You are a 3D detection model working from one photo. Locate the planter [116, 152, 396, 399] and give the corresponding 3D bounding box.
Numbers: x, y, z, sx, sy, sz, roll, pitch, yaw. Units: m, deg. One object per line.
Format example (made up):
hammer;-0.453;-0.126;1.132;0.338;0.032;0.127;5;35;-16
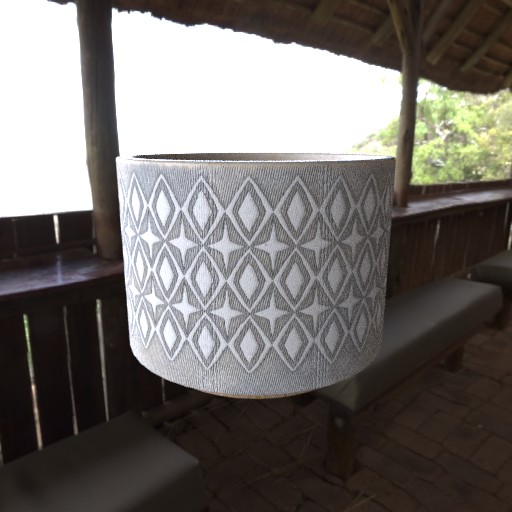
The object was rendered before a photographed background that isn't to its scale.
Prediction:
planter;0.000;0.000;0.287;0.164;0.127;0.164;0;15;0
